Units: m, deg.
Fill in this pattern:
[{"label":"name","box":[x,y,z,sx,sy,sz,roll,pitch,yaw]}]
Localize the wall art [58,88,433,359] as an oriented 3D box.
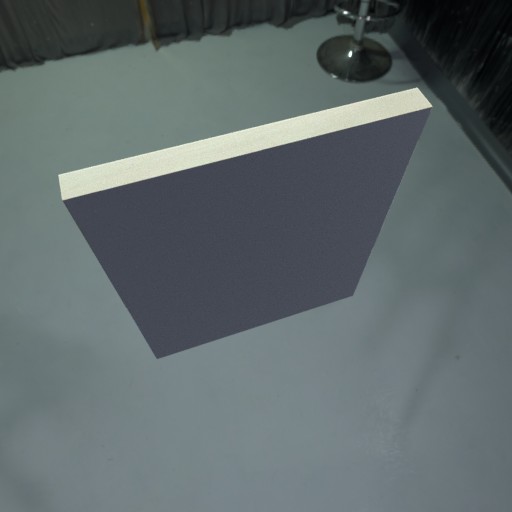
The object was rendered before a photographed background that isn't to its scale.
[{"label":"wall art","box":[0.000,0.000,0.720,0.435,0.511,0.037,-16,60,-10]}]
